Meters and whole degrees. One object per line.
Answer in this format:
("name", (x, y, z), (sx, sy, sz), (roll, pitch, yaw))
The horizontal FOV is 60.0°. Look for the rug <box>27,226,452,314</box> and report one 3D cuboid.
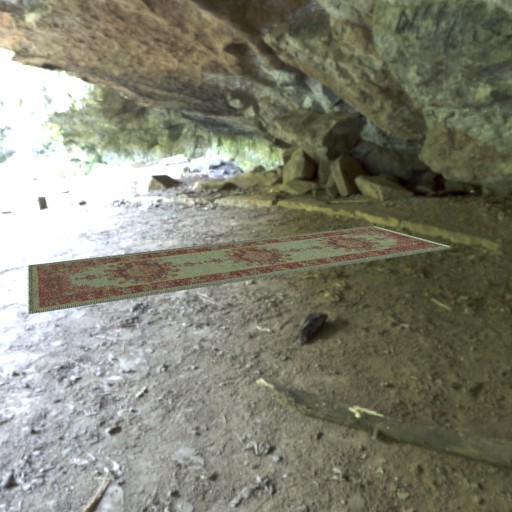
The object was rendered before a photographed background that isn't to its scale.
("rug", (0.000, 0.000, 1.972), (1.824, 0.009, 0.562), (-8, 17, -25))
